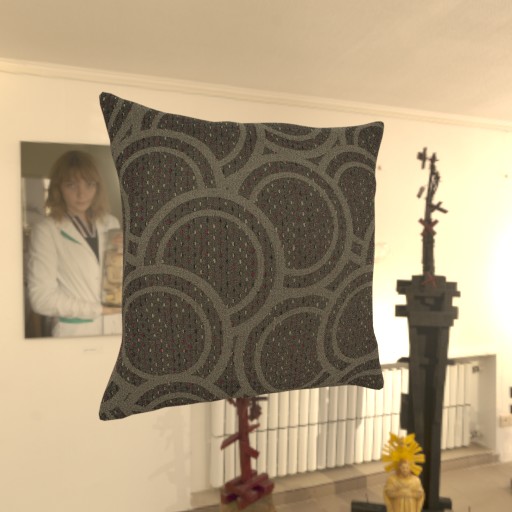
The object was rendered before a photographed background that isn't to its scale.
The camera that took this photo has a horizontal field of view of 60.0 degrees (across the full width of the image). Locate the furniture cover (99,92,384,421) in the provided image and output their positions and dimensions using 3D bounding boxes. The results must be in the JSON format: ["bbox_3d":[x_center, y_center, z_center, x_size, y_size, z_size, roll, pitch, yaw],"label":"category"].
[{"bbox_3d":[0.000,0.000,0.768,0.514,0.513,0.163,0,0,-19],"label":"furniture cover"}]
